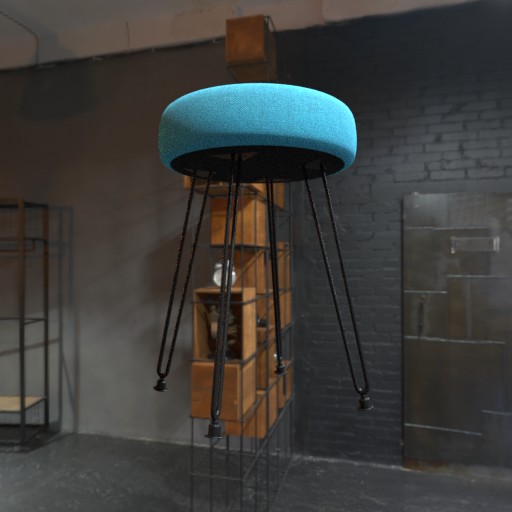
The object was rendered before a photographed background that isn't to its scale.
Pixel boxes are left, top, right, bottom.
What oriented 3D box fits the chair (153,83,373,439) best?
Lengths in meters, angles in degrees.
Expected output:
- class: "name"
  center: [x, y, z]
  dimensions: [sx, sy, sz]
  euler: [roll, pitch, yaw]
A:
- class: "chair"
  center: [0.000, 0.000, 0.685]
  dimensions: [0.350, 0.440, 0.350]
  euler: [0, -1, 17]
